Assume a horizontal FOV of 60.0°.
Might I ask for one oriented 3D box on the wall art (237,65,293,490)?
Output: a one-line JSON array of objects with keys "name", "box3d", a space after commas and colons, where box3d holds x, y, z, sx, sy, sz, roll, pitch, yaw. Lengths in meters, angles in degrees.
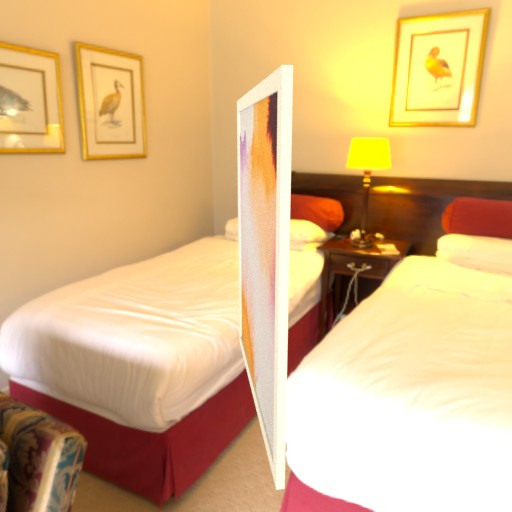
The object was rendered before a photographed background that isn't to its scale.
[{"name": "wall art", "box3d": [0.000, 0.000, 0.785, 0.012, 0.557, 0.482, -2, 15, -8]}]
